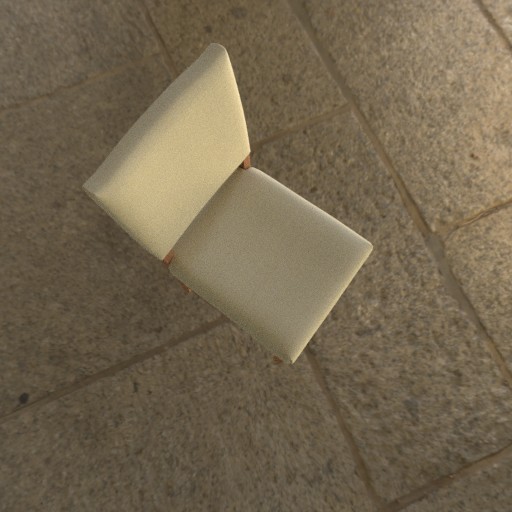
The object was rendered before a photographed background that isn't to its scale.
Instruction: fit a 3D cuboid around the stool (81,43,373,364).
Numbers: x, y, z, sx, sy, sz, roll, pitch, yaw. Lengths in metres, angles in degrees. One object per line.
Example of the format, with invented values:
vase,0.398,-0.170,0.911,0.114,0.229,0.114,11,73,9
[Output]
stool,0.000,0.000,1.449,0.584,1.168,0.445,36,78,9
